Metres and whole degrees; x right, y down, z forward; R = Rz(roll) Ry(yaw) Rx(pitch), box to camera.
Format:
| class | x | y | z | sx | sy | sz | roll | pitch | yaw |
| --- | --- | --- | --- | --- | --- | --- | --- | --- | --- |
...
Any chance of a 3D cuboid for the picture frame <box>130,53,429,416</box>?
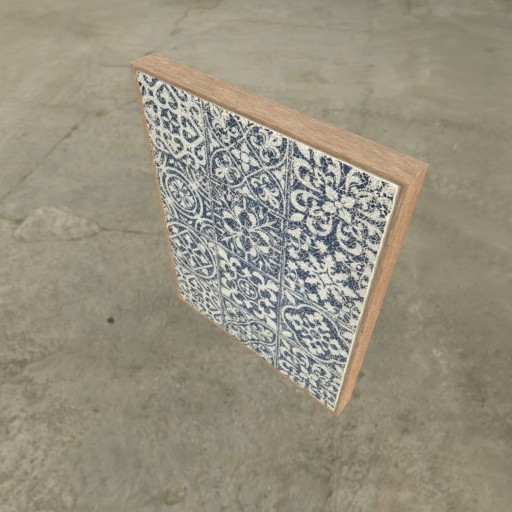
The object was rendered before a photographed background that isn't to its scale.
| class | x | y | z | sx | sy | sz | roll | pitch | yaw |
| --- | --- | --- | --- | --- | --- | --- | --- | --- | --- |
| picture frame | 0.000 | 0.000 | 0.723 | 0.424 | 0.526 | 0.043 | 32 | 54 | 27 |
